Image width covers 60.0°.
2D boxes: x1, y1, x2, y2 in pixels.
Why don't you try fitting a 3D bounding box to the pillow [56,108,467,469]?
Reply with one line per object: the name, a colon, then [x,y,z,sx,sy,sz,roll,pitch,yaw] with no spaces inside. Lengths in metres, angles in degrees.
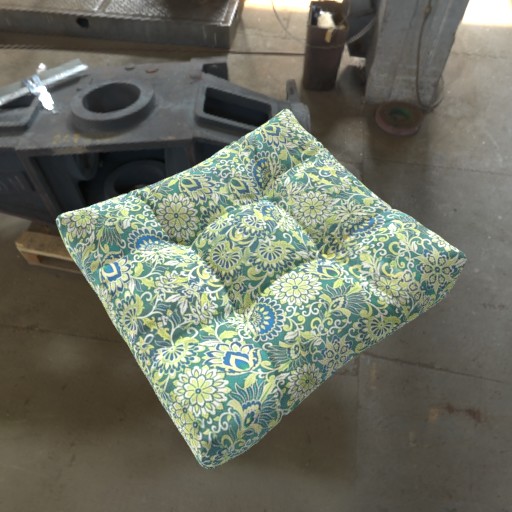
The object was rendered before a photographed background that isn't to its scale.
pillow: [0.000,0.000,0.728,0.490,0.128,0.468,-31,61,-20]
